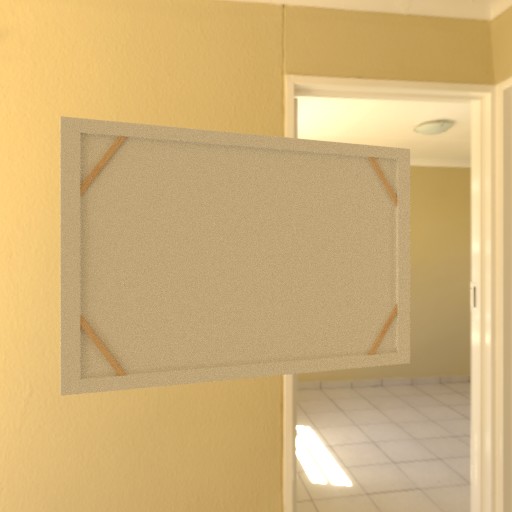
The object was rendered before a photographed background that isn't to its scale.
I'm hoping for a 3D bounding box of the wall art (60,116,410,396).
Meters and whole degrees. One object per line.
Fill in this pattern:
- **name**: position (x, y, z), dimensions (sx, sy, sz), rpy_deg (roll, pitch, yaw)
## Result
- **wall art**: position (0.000, 0.000, 1.131), dimensions (0.914, 0.609, 0.038), rpy_deg (0, 0, -19)
